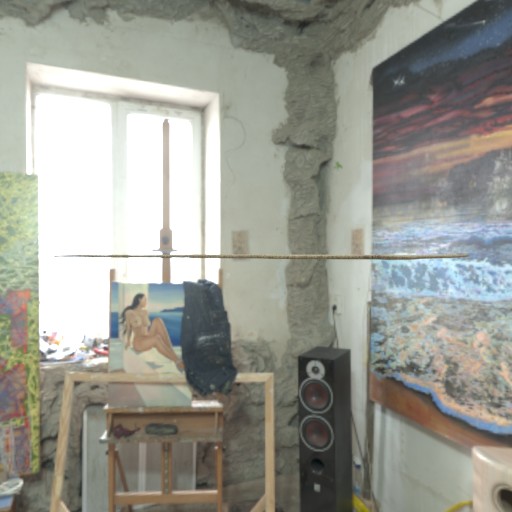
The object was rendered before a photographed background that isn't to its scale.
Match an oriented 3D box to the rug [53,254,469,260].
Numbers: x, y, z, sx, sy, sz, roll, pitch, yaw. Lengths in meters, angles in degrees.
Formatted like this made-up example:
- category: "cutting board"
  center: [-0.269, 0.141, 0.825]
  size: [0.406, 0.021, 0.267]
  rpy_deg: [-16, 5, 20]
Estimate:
- category: "rug"
  center: [0.000, 0.000, 2.325]
  size: [1.822, 0.018, 1.211]
  rpy_deg: [0, 0, 37]
